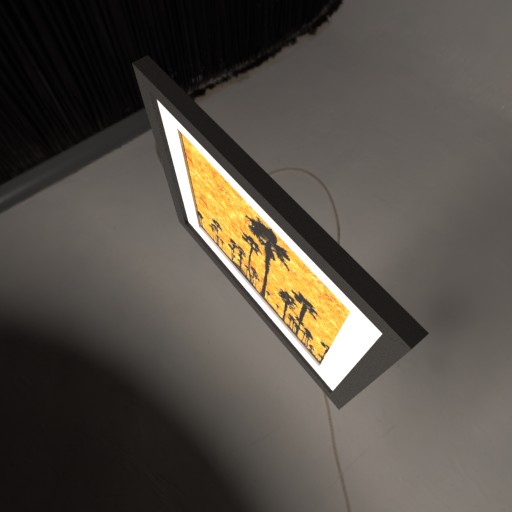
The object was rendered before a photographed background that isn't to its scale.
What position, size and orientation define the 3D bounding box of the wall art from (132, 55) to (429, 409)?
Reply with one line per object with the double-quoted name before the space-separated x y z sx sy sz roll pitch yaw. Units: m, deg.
"wall art" 0.000 0.000 0.778 0.028 0.460 0.561 -36 69 -16
